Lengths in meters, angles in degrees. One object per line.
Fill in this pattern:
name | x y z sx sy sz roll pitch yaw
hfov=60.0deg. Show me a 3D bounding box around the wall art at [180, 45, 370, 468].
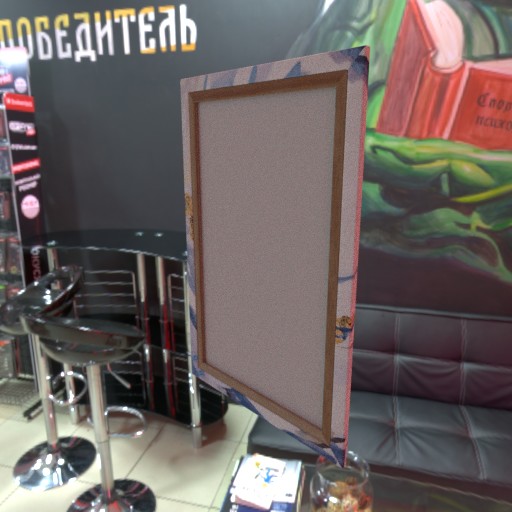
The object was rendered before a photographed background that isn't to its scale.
wall art | 0.000 0.000 1.145 0.016 0.914 0.610 -13 19 -41
